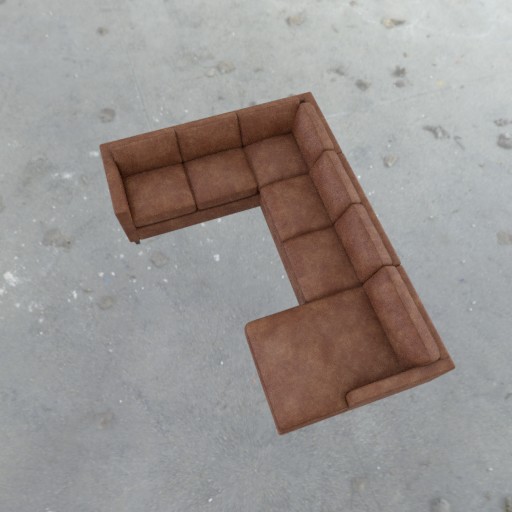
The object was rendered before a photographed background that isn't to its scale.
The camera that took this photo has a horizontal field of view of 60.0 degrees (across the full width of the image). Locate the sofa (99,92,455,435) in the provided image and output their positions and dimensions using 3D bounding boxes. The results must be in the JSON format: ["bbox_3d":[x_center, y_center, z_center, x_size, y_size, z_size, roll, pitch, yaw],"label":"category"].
[{"bbox_3d":[0.000,0.000,4.501,2.452,0.888,3.324,-17,65,-8],"label":"sofa"}]
